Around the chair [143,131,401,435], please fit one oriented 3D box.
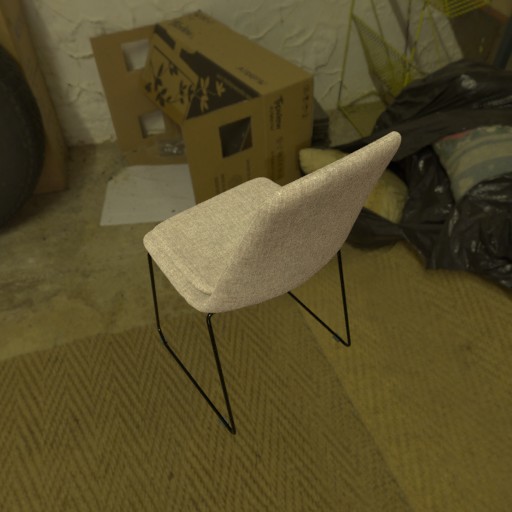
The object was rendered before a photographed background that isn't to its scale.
[{"bbox_3d":[0.000,0.000,1.151,0.479,0.858,0.518,-30,53,-26],"label":"chair"}]
